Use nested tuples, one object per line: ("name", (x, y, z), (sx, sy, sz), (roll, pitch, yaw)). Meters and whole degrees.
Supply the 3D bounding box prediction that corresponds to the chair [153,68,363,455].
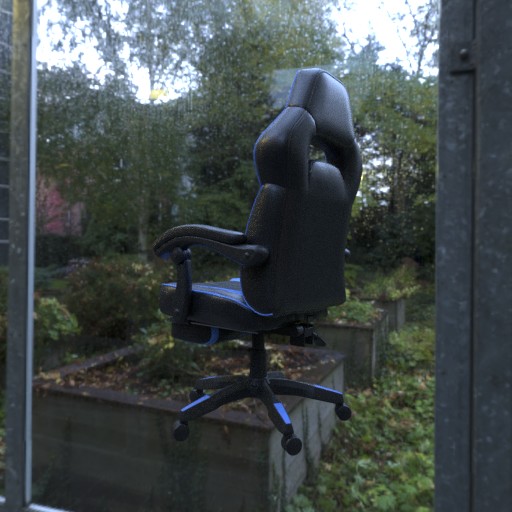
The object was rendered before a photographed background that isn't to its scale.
("chair", (0.000, 0.000, 1.744), (0.700, 1.280, 0.700), (0, 0, 36))
